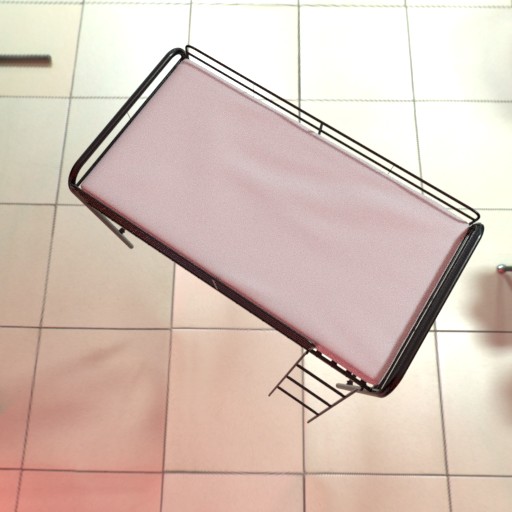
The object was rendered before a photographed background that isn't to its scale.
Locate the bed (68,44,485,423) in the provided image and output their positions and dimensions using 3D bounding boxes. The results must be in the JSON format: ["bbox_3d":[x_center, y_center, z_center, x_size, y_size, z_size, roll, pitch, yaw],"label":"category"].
[{"bbox_3d":[0.000,0.000,2.854,1.968,1.289,1.393,33,78,8],"label":"bed"}]
